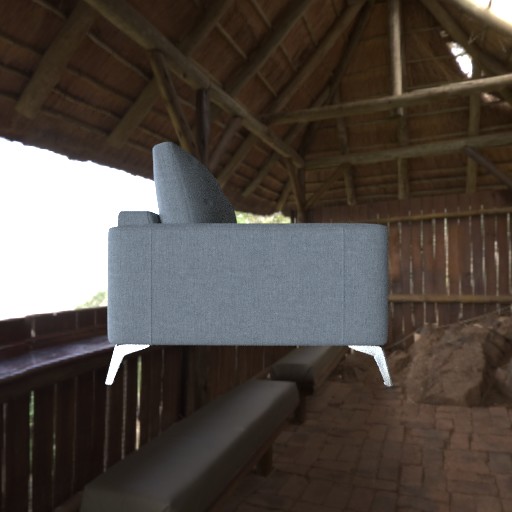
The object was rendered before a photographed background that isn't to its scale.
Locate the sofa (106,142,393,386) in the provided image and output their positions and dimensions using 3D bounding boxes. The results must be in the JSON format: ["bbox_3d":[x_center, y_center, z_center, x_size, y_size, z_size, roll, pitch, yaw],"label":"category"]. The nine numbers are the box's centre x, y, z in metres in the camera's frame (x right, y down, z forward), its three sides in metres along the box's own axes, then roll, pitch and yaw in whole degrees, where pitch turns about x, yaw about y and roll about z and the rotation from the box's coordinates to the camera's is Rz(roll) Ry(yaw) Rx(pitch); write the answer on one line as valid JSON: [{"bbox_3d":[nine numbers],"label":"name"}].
[{"bbox_3d":[0.000,0.000,2.172,0.920,0.790,1.650,0,0,1],"label":"sofa"}]
